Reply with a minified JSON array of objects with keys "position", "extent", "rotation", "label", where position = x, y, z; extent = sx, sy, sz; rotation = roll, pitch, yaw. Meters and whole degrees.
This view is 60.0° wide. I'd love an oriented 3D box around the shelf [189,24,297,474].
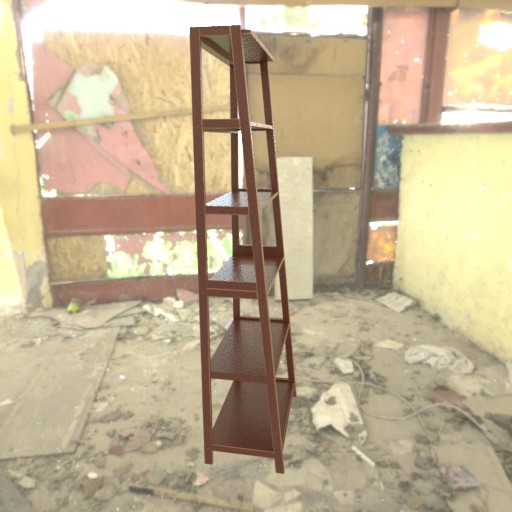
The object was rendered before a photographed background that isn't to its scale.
[{"position":[0.000,0.000,2.146],"extent":[0.381,1.892,0.660],"rotation":[3,15,10],"label":"shelf"}]
